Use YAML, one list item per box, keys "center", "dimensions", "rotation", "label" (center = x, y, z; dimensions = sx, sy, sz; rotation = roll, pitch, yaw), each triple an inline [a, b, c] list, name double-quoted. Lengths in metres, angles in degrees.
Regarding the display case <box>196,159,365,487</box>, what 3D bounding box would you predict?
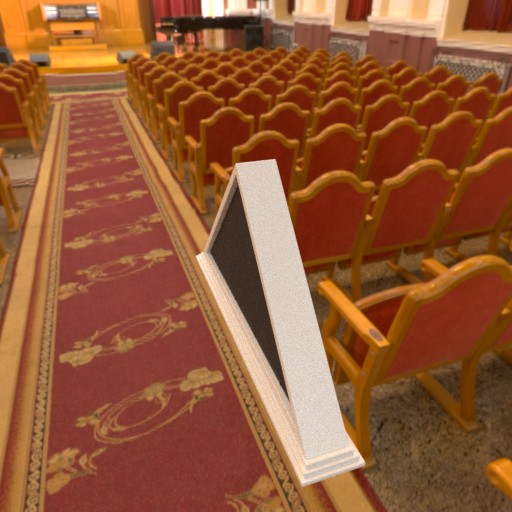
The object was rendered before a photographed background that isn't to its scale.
- center: [0.000, 0.000, 0.776]
  dimensions: [0.095, 0.340, 0.640]
  rotation: [-10, 31, -17]
  label: "display case"
